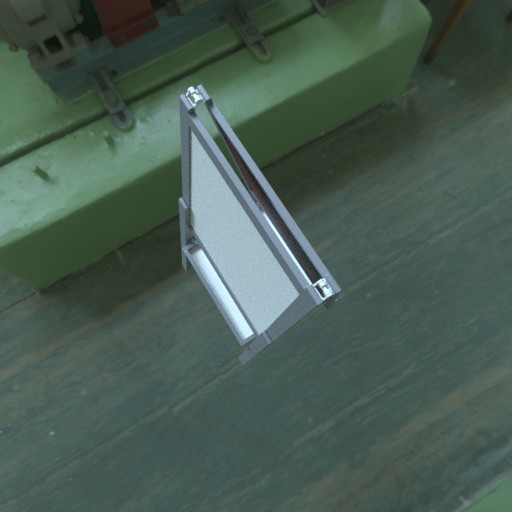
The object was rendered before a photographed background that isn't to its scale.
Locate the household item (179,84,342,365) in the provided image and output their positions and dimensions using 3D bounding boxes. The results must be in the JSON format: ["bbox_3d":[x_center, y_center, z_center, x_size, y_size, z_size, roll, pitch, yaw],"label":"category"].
[{"bbox_3d":[0.000,0.000,1.457,0.469,1.172,0.531,-31,78,-7],"label":"household item"}]
